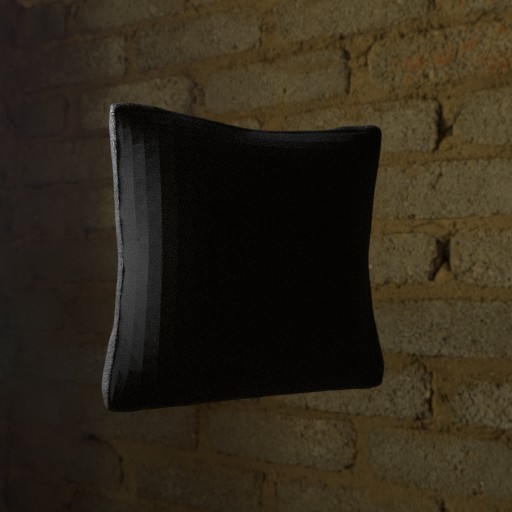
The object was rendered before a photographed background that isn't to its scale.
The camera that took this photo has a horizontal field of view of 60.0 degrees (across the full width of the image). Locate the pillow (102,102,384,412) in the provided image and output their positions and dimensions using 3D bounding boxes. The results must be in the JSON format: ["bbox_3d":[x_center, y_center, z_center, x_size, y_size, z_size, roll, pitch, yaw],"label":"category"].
[{"bbox_3d":[0.000,0.000,0.813,0.533,0.523,0.210,0,0,-19],"label":"pillow"}]
